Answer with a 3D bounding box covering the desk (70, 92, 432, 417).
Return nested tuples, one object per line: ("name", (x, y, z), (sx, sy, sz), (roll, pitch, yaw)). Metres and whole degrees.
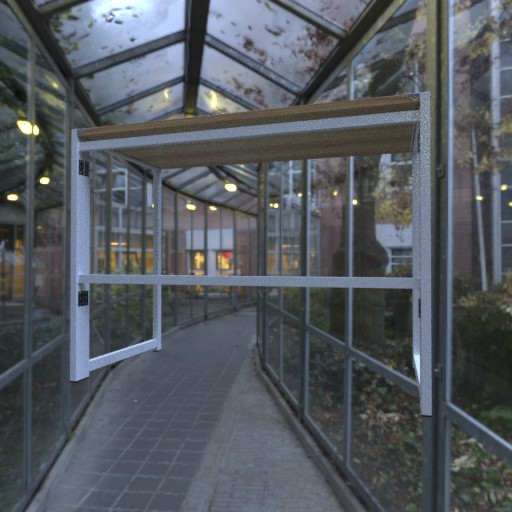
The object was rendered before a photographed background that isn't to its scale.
("desk", (0.000, 0.000, 1.427), (1.016, 0.762, 0.508), (0, -1, 17))
